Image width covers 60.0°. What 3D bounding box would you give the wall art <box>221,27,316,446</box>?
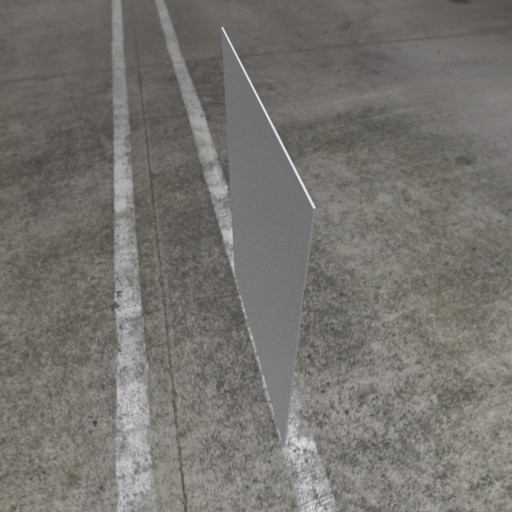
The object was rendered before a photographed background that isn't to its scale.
[{"bbox_3d":[0.000,0.000,0.789,0.003,0.609,0.457,-10,48,-9],"label":"wall art"}]
